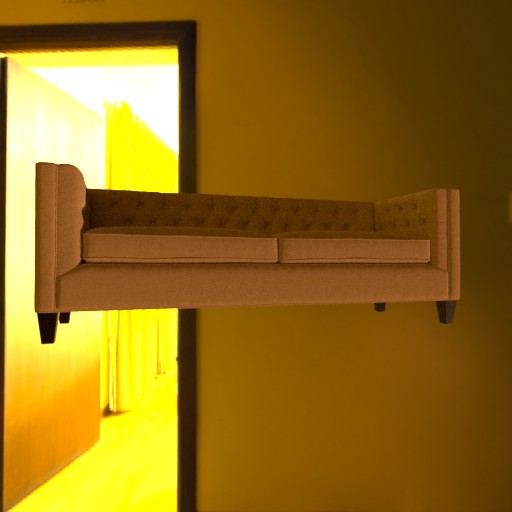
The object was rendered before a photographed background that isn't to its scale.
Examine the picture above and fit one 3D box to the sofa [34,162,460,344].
[{"bbox_3d":[0.000,0.000,2.508,2.159,0.762,0.775,0,-1,-18],"label":"sofa"}]
